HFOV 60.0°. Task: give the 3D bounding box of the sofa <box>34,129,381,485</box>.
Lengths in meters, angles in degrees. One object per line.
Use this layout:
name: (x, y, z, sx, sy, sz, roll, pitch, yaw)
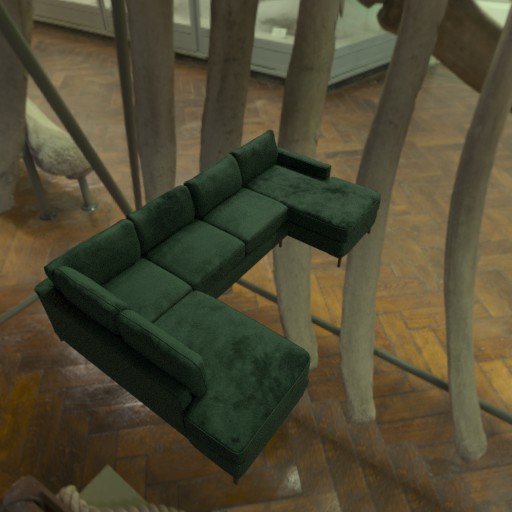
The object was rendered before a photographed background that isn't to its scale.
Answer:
sofa: (0.000, 0.000, 3.854, 1.992, 0.861, 2.994, 26, 48, 27)
